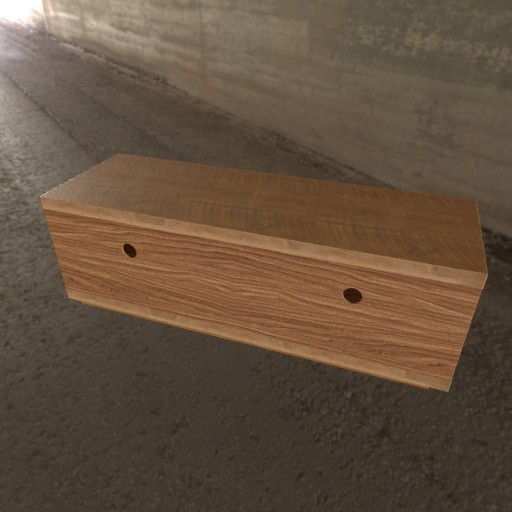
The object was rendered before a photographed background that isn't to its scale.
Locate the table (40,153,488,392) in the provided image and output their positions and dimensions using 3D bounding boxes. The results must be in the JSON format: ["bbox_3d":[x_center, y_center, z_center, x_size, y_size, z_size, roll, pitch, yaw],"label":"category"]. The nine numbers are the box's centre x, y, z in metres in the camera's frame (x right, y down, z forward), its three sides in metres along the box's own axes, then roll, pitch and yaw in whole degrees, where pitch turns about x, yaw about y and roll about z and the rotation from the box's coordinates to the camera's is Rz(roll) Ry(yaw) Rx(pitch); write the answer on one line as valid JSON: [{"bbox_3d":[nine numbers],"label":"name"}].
[{"bbox_3d":[0.000,0.000,1.732,1.499,0.491,0.499,11,34,16],"label":"table"}]
